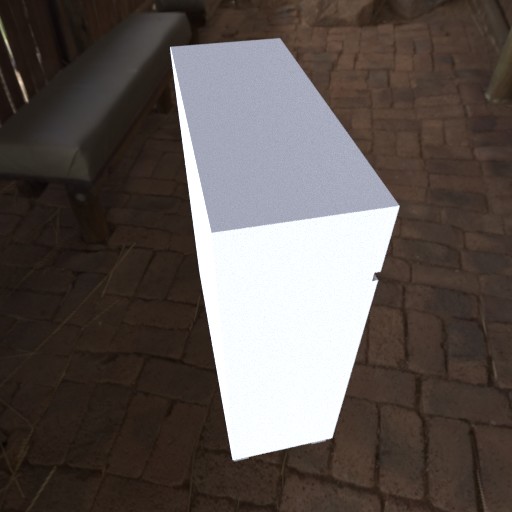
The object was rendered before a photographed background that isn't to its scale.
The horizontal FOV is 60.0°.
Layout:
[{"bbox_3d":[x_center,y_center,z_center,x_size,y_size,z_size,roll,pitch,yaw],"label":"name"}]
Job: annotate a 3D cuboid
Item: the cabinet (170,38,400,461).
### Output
[{"bbox_3d":[0.000,0.000,1.666,0.400,1.190,1.000,-9,46,-9],"label":"cabinet"}]
